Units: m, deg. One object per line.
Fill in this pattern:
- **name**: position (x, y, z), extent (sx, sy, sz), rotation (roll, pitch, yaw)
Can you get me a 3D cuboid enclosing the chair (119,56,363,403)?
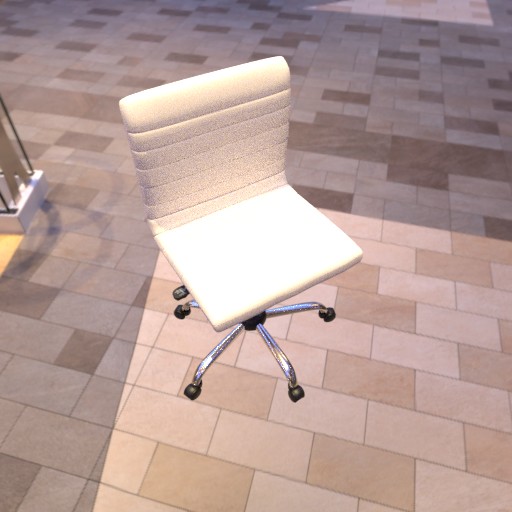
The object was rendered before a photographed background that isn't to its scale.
- **chair**: position (0.000, 0.000, 1.058), extent (0.520, 0.750, 0.455), rotation (-24, 51, -21)
